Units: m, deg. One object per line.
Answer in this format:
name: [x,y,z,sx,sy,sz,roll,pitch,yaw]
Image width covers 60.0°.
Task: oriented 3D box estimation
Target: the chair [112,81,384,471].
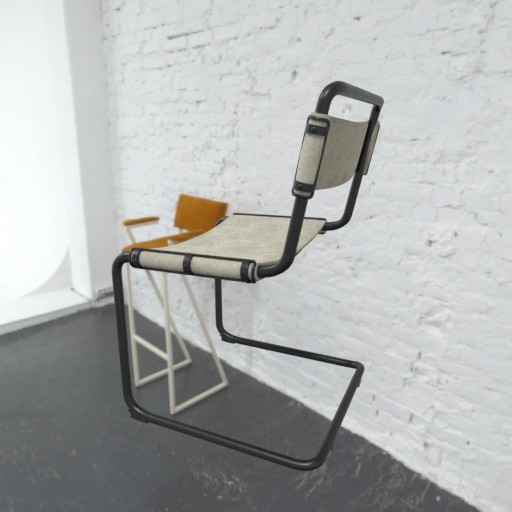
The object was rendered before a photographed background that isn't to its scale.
chair: [0.000,0.000,1.084,0.497,0.747,0.499,7,17,24]
